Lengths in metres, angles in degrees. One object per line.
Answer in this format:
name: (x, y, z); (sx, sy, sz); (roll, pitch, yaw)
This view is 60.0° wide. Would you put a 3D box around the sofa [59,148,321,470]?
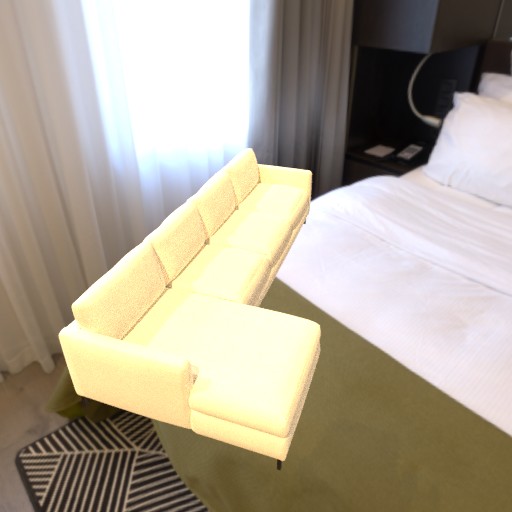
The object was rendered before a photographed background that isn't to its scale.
sofa: (0.000, 0.000, 3.819); (1.467, 0.875, 3.186); (10, 33, 16)
